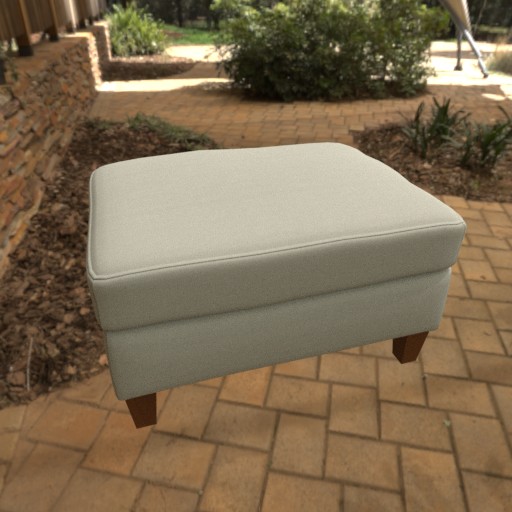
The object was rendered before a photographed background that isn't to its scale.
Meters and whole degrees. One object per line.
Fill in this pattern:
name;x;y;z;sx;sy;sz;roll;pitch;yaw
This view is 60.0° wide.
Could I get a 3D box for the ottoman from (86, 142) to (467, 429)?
ottoman;0.000;0.000;1.224;0.818;0.496;0.634;-9;32;-15
